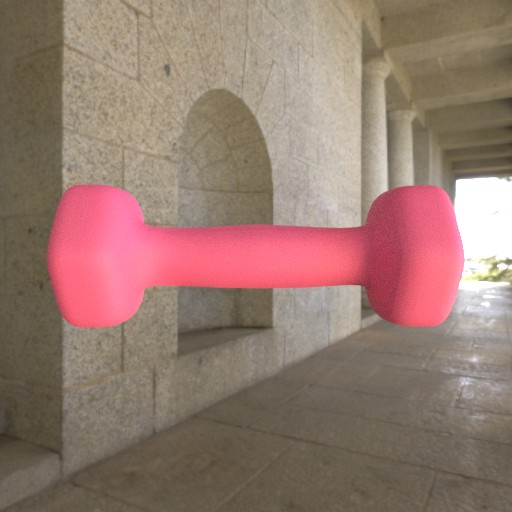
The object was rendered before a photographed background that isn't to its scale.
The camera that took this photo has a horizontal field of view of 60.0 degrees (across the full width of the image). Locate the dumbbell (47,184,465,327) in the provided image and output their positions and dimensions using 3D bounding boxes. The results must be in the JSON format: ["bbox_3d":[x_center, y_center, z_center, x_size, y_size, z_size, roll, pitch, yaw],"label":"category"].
[{"bbox_3d":[0.000,0.000,0.171,0.146,0.053,0.058,0,0,0],"label":"dumbbell"}]
